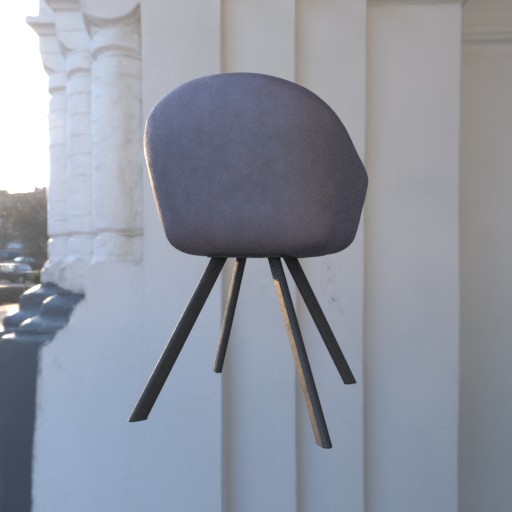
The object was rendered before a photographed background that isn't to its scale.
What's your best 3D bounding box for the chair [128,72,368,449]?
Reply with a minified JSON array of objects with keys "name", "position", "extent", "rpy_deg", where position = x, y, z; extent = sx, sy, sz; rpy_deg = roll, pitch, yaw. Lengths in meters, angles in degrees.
[{"name":"chair","position":[0.000,0.000,1.198],"extent":[0.567,0.781,0.544],"rpy_deg":[0,0,18]}]
